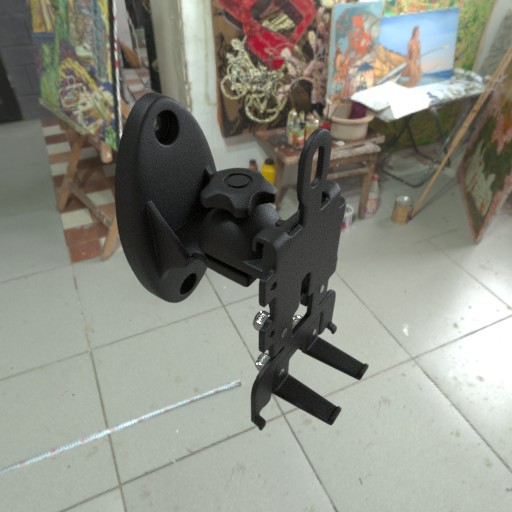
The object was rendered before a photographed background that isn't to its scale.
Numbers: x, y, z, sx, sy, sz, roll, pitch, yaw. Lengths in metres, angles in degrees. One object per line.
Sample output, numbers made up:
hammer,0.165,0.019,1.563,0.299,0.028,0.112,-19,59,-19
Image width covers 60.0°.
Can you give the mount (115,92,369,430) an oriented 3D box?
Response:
mount,0.000,0.000,0.176,0.100,0.118,0.066,25,47,26
